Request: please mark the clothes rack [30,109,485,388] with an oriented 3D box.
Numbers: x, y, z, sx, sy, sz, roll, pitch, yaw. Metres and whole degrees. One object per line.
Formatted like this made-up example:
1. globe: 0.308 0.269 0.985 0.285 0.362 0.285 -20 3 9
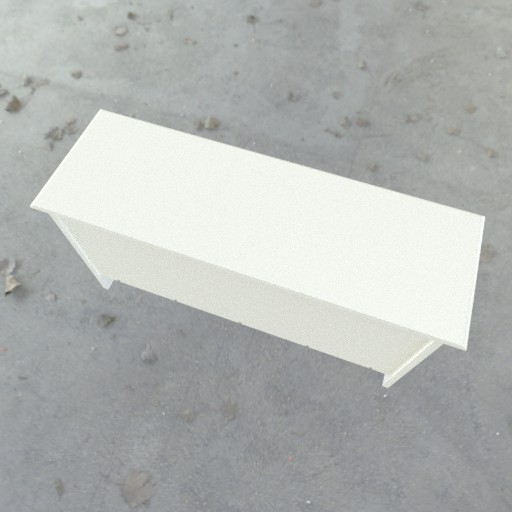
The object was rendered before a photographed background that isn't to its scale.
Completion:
1. clothes rack: 0.000 0.000 1.480 1.218 0.558 0.405 18 63 9
